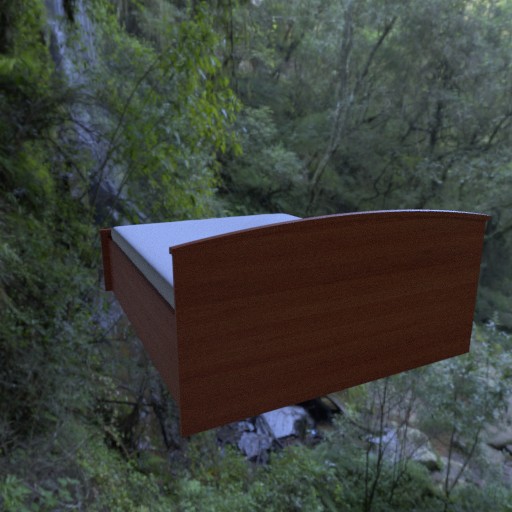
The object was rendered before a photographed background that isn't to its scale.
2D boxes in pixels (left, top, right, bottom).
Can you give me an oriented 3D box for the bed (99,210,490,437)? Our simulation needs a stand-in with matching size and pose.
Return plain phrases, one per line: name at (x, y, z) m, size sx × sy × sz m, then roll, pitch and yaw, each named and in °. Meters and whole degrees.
bed at (0.000, 0.000, 2.904) m, size 1.683 × 0.848 × 2.053 m, roll -7°, pitch 16°, yaw -26°
